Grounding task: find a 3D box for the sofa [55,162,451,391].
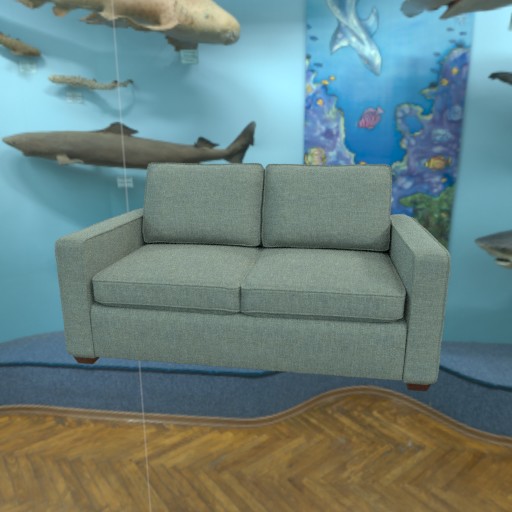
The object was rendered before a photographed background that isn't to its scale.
[{"bbox_3d":[0.000,0.000,2.305,1.706,0.915,0.945,2,15,9],"label":"sofa"}]
